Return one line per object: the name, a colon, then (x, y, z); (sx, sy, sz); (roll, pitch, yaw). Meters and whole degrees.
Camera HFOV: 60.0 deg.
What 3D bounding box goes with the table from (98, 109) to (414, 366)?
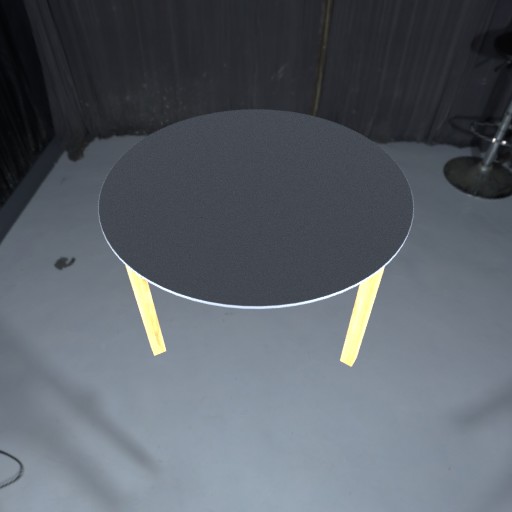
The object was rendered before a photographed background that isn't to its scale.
table: (0.000, 0.000, 1.013); (0.600, 0.405, 0.600); (0, 46, 0)
